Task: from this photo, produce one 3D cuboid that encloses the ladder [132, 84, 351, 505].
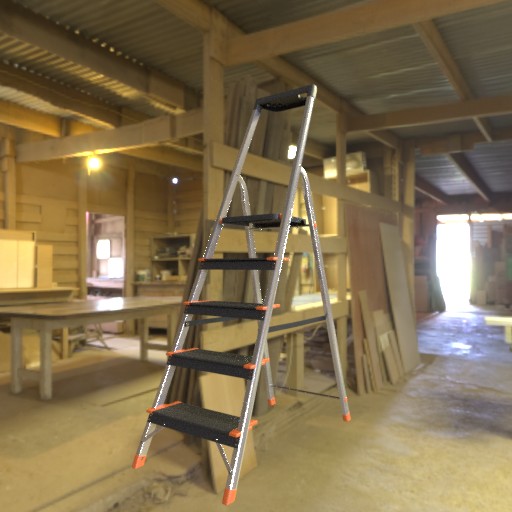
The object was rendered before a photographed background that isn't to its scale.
[{"bbox_3d":[0.000,0.000,1.997,0.480,1.646,0.995,-1,-2,35],"label":"ladder"}]
